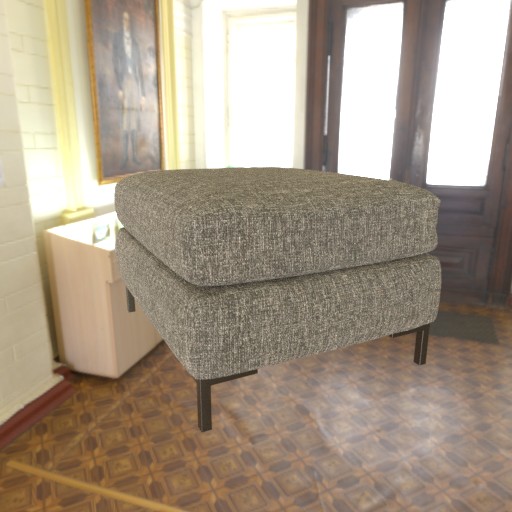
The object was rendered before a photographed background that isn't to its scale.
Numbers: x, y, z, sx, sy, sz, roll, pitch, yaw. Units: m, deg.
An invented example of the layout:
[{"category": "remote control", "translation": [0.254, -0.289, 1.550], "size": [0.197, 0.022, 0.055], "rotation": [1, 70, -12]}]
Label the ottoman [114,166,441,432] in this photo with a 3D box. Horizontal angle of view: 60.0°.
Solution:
[{"category": "ottoman", "translation": [0.000, 0.000, 1.274], "size": [0.683, 0.480, 0.828], "rotation": [-7, 17, -26]}]
